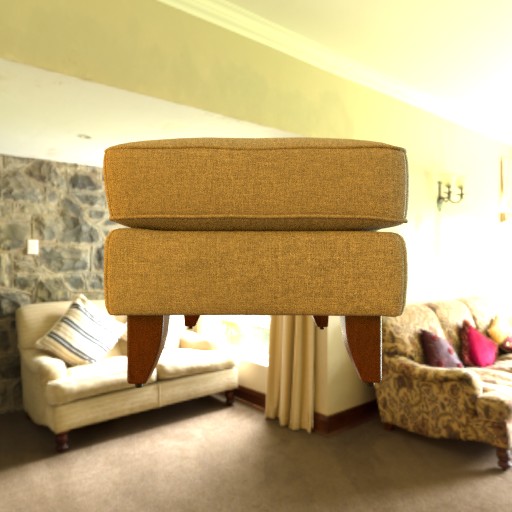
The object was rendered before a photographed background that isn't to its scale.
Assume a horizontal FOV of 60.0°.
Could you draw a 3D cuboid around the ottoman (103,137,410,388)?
[{"bbox_3d":[0.000,0.000,1.325,0.661,0.561,0.889,0,0,0],"label":"ottoman"}]
